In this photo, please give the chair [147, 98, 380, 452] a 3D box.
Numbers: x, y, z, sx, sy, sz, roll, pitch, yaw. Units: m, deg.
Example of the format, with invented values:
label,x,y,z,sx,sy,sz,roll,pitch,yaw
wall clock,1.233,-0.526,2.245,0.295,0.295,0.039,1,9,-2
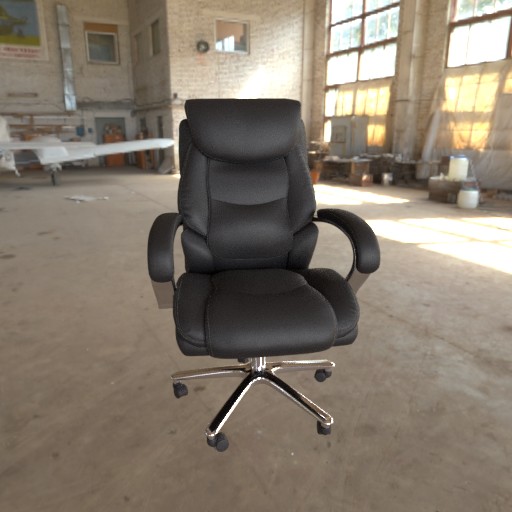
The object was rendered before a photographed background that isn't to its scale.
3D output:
label,x,y,z,sx,sy,sz,roll,pitch,yaw
chair,0.000,0.000,1.685,0.755,1.183,0.790,-2,16,-8
